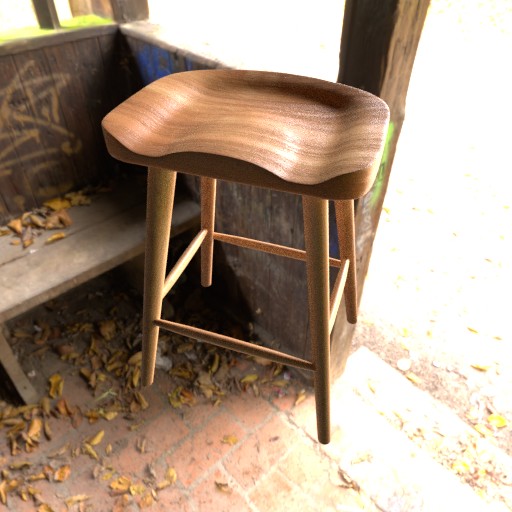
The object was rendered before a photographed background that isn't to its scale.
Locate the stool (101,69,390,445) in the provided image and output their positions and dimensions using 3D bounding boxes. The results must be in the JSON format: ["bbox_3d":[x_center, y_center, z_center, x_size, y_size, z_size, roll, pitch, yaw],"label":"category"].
[{"bbox_3d":[0.000,0.000,0.881,0.440,0.615,0.361,13,43,14],"label":"stool"}]
